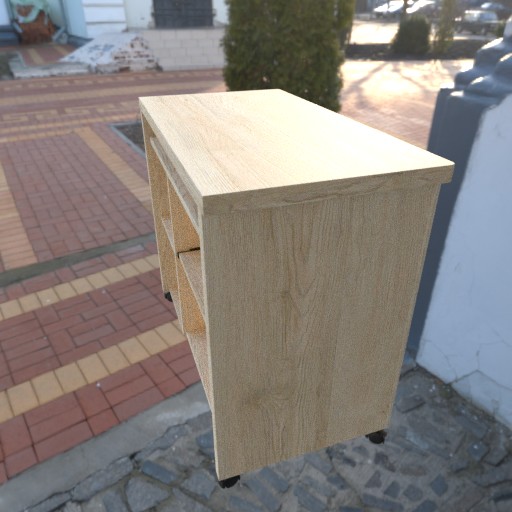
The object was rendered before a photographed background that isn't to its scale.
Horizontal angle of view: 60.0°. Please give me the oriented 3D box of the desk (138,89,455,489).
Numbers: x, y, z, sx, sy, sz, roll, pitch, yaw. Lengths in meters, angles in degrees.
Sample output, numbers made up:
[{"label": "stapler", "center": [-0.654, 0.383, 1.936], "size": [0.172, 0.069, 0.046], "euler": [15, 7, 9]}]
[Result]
[{"label": "desk", "center": [0.000, 0.000, 1.295], "size": [0.480, 0.770, 0.885], "euler": [-10, 31, -17]}]
